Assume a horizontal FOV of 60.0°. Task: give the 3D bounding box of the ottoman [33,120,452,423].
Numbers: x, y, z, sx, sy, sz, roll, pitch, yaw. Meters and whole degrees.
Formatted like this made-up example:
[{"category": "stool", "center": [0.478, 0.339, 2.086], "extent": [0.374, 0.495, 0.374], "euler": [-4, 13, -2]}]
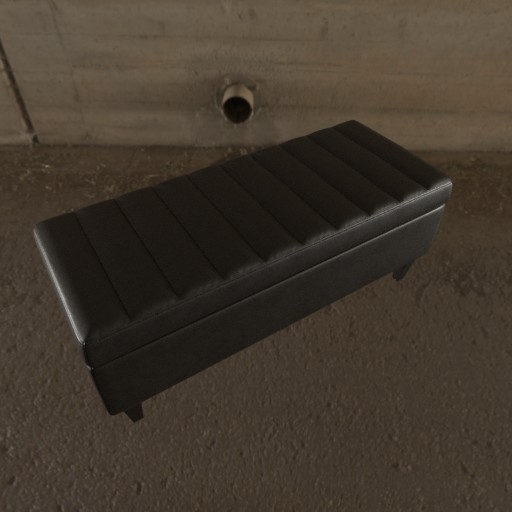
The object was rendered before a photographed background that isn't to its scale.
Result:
[{"category": "ottoman", "center": [0.000, 0.000, 1.410], "extent": [1.151, 0.469, 0.482], "euler": [-23, 49, -22]}]
